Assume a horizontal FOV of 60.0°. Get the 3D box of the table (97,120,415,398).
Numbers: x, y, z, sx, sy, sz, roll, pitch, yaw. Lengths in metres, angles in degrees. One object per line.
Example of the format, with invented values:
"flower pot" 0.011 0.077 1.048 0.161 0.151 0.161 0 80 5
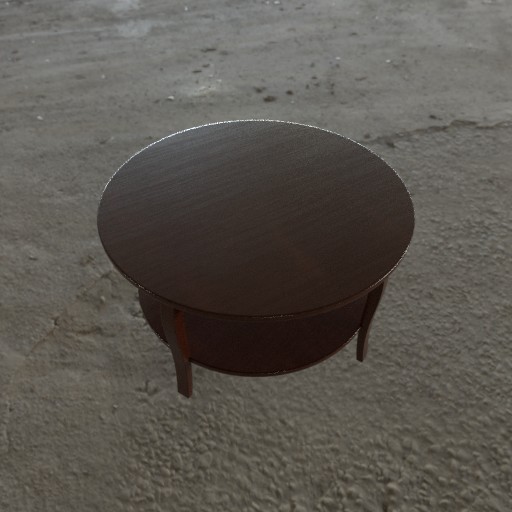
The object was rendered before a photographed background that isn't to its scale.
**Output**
"table" 0.000 0.000 1.486 0.911 0.512 0.911 0 44 0
